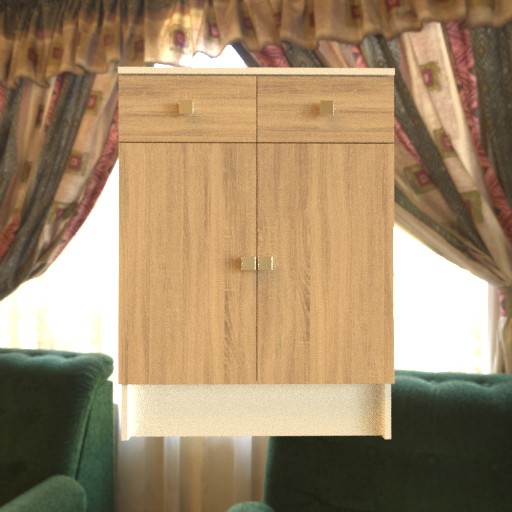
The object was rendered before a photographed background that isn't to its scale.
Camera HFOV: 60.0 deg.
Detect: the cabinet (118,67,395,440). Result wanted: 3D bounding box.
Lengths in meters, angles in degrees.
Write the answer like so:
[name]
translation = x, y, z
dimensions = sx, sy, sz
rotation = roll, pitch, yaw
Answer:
[cabinet]
translation = 0.000, 0.000, 1.093
dimensions = 0.600, 0.815, 0.296
rotation = 0, 0, -1
